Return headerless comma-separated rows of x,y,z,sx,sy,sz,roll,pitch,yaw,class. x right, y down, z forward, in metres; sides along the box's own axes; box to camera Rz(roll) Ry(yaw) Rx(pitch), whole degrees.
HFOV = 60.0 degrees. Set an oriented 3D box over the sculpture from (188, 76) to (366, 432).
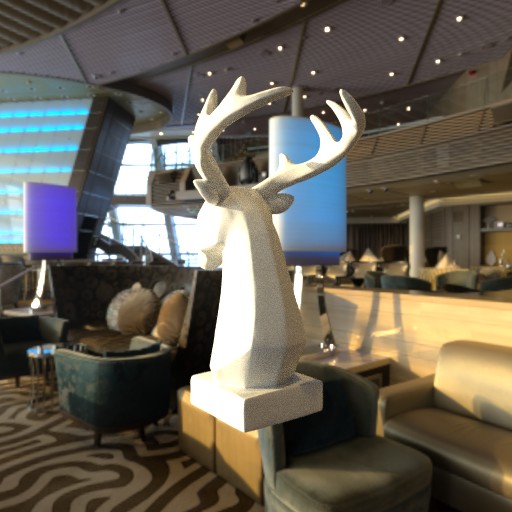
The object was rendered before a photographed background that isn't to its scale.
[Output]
0.000,0.000,0.475,0.174,0.329,0.224,0,0,-37,sculpture
